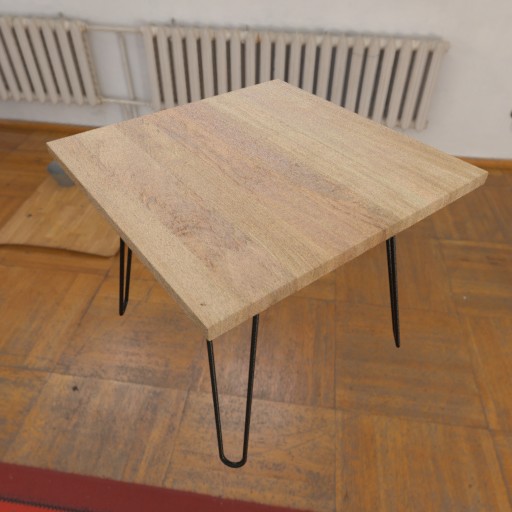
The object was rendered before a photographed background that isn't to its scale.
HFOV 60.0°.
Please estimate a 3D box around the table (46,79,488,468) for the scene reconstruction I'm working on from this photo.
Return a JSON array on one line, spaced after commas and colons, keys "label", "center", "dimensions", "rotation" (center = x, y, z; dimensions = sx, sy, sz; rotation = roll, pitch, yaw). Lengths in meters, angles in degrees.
[{"label": "table", "center": [0.000, 0.000, 1.003], "dimensions": [0.599, 0.500, 0.599], "rotation": [-26, 47, -27]}]
